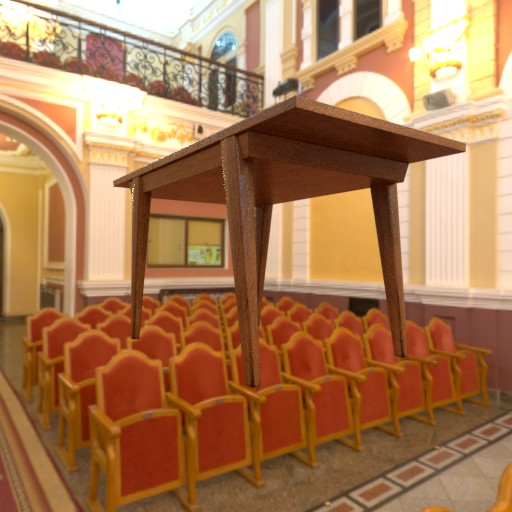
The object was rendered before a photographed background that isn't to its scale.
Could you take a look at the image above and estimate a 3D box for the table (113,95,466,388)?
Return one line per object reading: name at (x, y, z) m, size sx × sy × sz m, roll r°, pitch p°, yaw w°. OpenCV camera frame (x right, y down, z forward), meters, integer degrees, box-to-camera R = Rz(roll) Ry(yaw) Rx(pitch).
table at (0.000, 0.000, 1.856) m, size 0.757 × 0.760 × 1.400 m, roll 0°, pitch -1°, yaw -35°
